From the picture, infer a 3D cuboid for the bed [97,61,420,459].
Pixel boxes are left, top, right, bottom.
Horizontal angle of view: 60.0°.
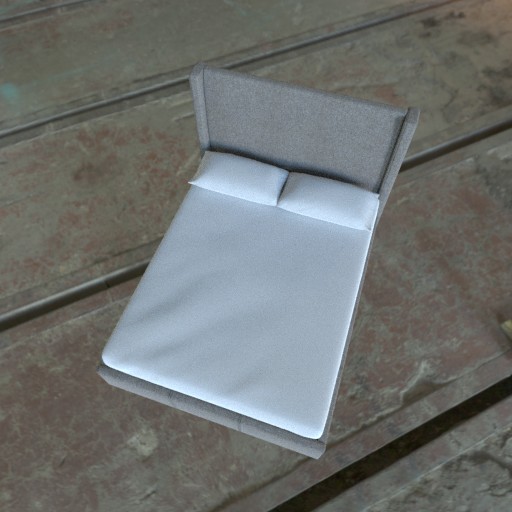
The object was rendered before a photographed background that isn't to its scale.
[{"bbox_3d":[0.000,0.000,3.354,1.714,1.481,2.245,16,60,10],"label":"bed"}]
